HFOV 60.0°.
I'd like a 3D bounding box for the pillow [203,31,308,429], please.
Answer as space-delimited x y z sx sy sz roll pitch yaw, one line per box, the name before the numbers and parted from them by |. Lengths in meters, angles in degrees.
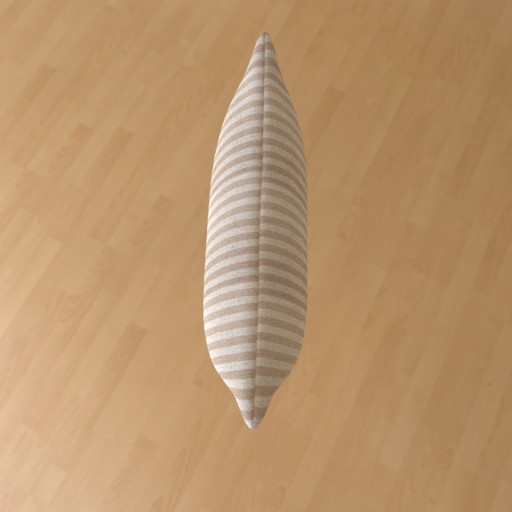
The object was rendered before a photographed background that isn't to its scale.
pillow | 0.000 0.000 0.788 0.166 0.510 0.523 2 75 0
